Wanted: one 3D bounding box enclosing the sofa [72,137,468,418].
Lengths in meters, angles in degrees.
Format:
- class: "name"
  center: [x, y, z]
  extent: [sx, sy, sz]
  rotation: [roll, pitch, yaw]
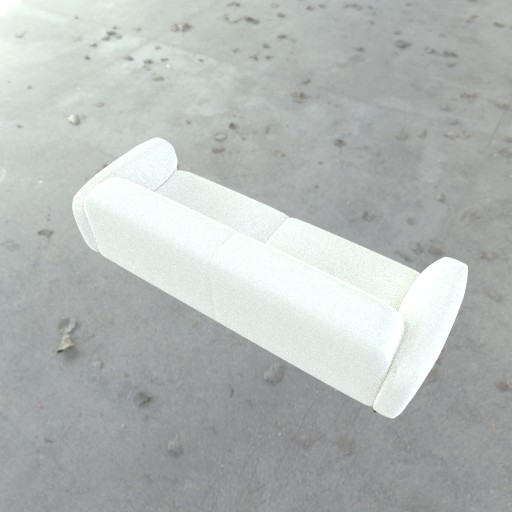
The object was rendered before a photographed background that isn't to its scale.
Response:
- class: "sofa"
  center: [0.000, 0.000, 2.687]
  extent: [2.280, 0.780, 0.870]
  rotation: [26, 54, 21]
